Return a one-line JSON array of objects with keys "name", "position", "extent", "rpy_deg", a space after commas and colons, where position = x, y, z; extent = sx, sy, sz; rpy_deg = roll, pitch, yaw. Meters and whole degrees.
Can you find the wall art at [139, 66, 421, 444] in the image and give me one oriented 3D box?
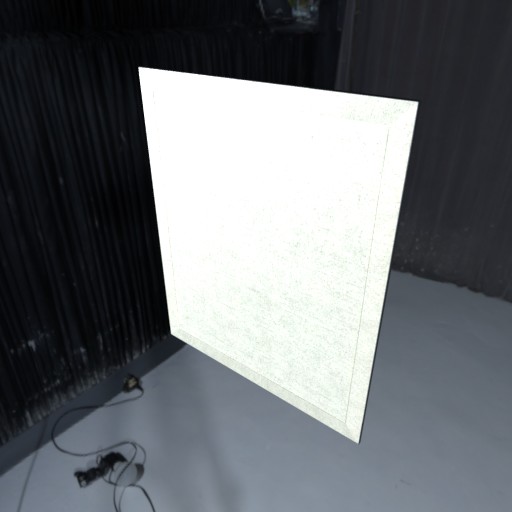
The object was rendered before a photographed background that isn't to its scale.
[{"name": "wall art", "position": [0.000, 0.000, 0.610], "extent": [0.381, 0.457, 0.023], "rpy_deg": [21, 36, 32]}]
